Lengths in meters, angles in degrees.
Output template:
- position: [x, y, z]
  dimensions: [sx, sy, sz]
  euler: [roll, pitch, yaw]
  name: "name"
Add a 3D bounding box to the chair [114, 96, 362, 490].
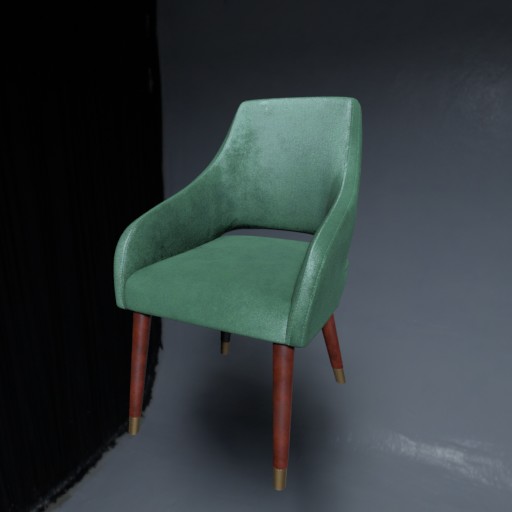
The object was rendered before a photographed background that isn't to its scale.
- position: [0.000, 0.000, 1.534]
  dimensions: [0.683, 1.081, 0.794]
  euler: [8, 18, 25]
  name: "chair"
